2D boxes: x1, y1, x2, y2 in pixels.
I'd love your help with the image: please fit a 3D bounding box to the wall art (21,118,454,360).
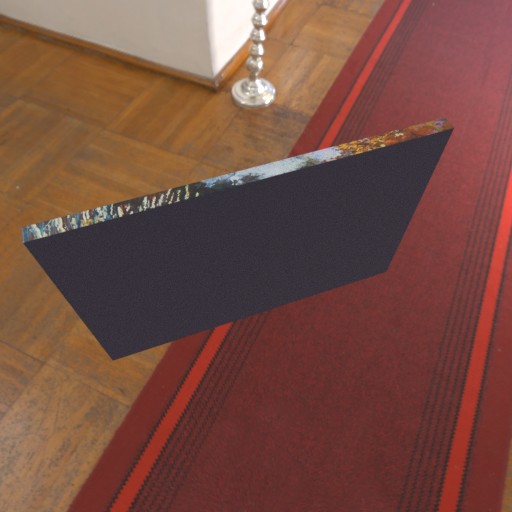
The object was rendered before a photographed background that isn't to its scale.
[{"bbox_3d":[0.000,0.000,1.146,0.908,0.604,0.037,-17,58,-11],"label":"wall art"}]
